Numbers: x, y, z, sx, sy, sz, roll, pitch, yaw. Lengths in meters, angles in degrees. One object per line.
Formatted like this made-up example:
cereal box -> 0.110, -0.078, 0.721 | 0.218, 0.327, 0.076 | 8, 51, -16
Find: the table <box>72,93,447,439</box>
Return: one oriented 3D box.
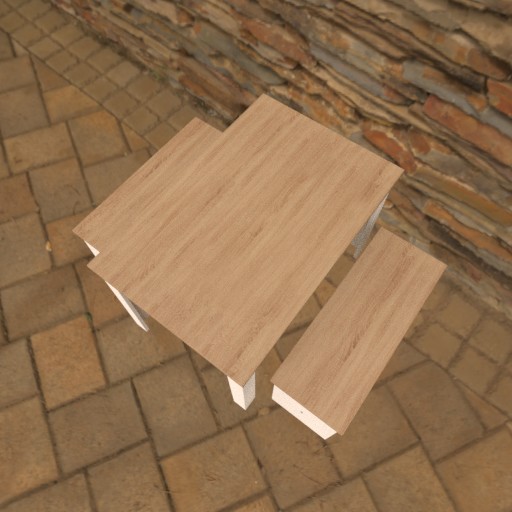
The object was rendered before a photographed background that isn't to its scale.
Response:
table -> 0.000, 0.000, 2.049 | 1.443, 0.700, 1.100 | 34, 68, 16
